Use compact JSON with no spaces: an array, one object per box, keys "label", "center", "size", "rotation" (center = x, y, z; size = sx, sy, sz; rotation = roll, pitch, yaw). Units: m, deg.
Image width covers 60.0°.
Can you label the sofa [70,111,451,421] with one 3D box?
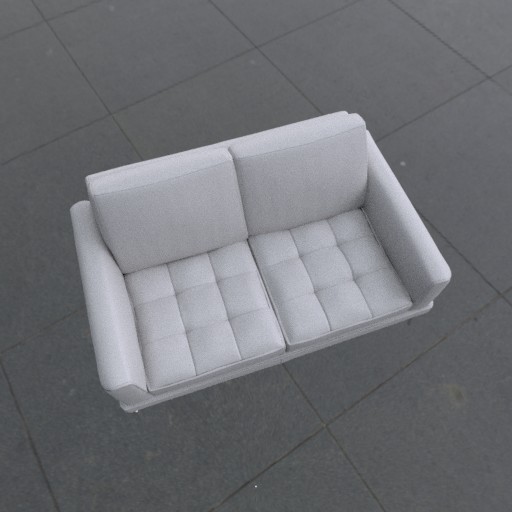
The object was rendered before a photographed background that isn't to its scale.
[{"label":"sofa","center":[0.000,0.000,2.454],"size":[1.819,0.930,1.121],"rotation":[-17,64,-8]}]
